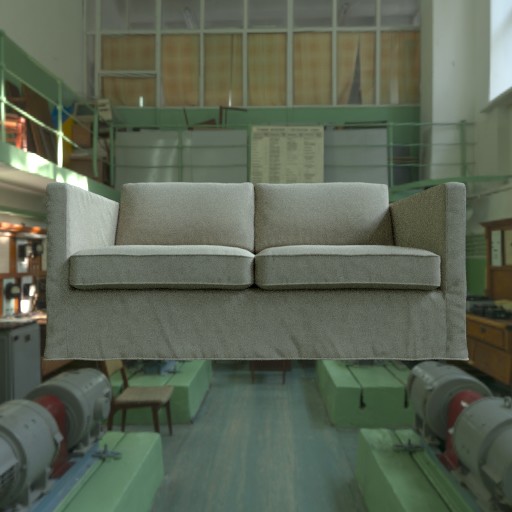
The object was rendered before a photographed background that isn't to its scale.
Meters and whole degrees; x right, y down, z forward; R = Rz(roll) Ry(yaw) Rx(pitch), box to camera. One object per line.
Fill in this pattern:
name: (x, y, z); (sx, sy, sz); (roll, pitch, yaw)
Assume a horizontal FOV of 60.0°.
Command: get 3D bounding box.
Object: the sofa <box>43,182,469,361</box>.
sofa: (0.000, 0.000, 2.216); (1.719, 0.835, 0.962); (0, 0, 0)
